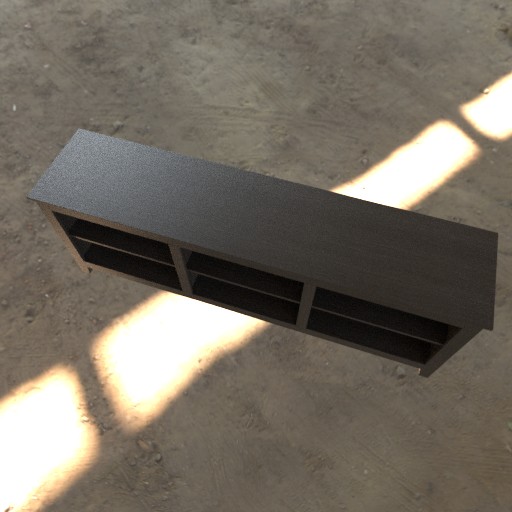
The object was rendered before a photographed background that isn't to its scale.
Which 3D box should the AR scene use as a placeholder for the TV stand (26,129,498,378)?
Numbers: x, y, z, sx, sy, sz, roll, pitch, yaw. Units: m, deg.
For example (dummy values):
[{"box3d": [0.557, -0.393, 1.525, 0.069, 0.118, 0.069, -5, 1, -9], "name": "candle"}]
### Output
[{"box3d": [0.000, 0.000, 1.964, 1.778, 0.610, 0.406, 16, 60, 9], "name": "TV stand"}]
